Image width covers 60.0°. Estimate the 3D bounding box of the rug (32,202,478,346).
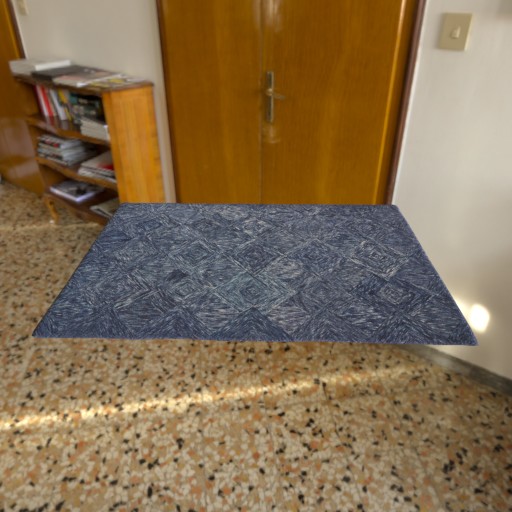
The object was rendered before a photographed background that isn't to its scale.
[{"bbox_3d":[0.000,0.000,4.189,3.245,0.024,2.385,1,31,1],"label":"rug"}]
